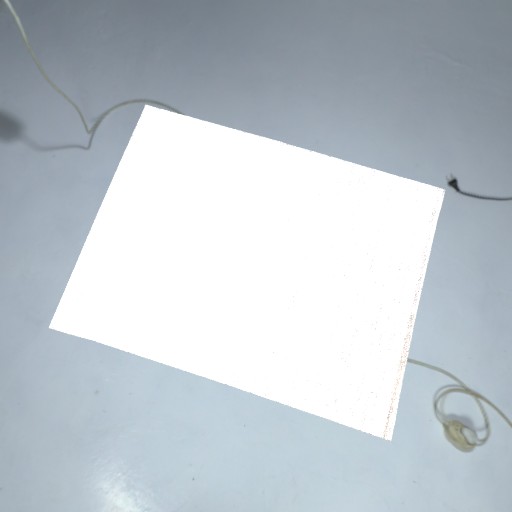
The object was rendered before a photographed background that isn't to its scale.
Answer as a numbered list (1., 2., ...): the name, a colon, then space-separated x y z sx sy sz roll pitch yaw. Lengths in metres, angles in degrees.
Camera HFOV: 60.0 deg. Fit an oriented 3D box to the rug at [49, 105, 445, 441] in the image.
1. rug: 0.000 0.000 4.968 3.778 0.053 2.873 17 76 4
